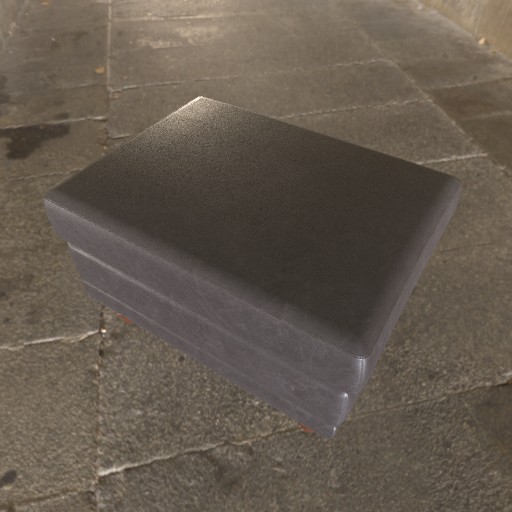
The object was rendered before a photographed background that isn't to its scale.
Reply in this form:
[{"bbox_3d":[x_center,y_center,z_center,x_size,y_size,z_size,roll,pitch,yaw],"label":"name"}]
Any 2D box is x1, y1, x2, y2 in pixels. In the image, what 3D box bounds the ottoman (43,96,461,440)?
[{"bbox_3d":[0.000,0.000,1.162,0.795,0.498,0.590,25,51,22],"label":"ottoman"}]
